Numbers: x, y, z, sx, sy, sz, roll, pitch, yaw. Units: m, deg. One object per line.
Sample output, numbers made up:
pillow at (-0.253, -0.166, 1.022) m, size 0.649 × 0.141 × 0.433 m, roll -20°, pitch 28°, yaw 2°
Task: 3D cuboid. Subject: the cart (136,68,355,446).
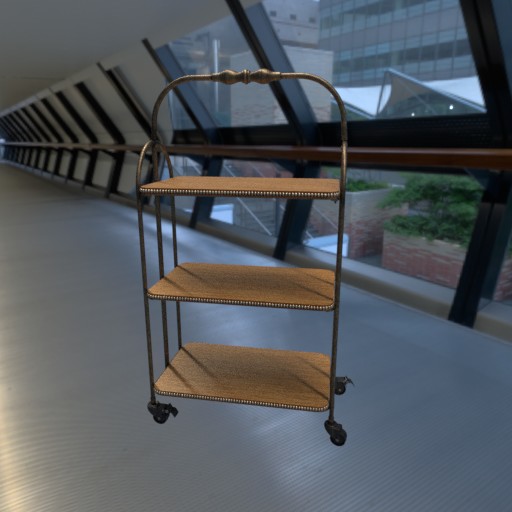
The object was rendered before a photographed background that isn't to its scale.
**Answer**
cart at (0.000, 0.000, 1.341) m, size 0.650 × 1.052 × 0.330 m, roll 3°, pitch 16°, yaw 10°
